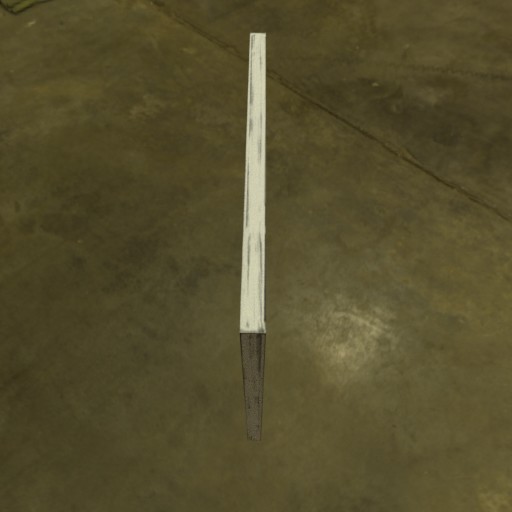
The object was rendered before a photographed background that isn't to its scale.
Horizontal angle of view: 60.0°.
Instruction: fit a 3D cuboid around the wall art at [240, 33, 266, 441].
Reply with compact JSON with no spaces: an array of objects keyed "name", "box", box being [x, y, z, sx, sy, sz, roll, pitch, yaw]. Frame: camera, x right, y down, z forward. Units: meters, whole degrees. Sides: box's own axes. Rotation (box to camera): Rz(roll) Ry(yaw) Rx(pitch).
[{"name":"wall art","box":[0.000,0.000,1.155,0.037,0.761,0.761,1,57,0]}]
